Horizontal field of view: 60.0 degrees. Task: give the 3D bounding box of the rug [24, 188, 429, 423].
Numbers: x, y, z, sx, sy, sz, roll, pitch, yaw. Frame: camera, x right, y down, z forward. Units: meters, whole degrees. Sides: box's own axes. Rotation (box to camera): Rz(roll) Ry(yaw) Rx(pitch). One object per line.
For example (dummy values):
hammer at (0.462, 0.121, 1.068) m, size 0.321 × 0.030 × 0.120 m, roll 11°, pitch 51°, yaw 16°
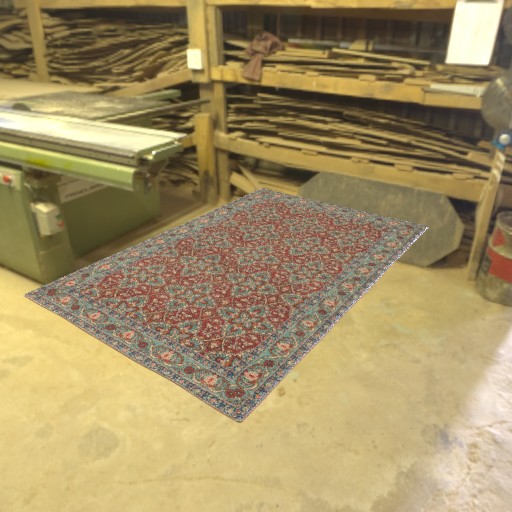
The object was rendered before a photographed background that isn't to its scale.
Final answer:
rug at (0.000, 0.000, 2.298) m, size 1.219 × 0.009 × 1.829 m, roll 18°, pitch 32°, yaw 32°
